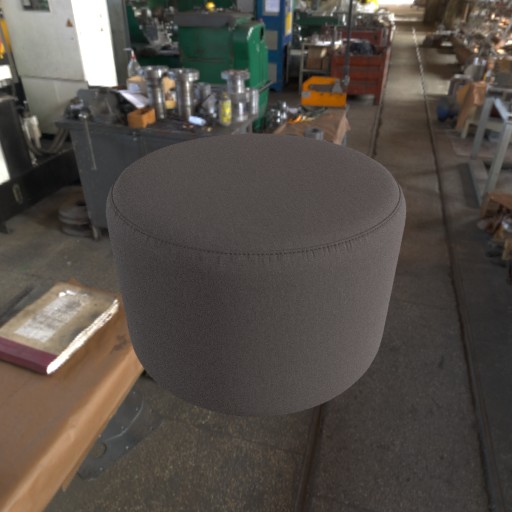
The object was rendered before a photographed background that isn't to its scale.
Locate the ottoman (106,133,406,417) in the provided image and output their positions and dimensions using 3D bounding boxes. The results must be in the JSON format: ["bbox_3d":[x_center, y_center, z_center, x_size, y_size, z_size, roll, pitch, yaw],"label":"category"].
[{"bbox_3d":[0.000,0.000,1.011,0.608,0.433,0.608,0,32,0],"label":"ottoman"}]
